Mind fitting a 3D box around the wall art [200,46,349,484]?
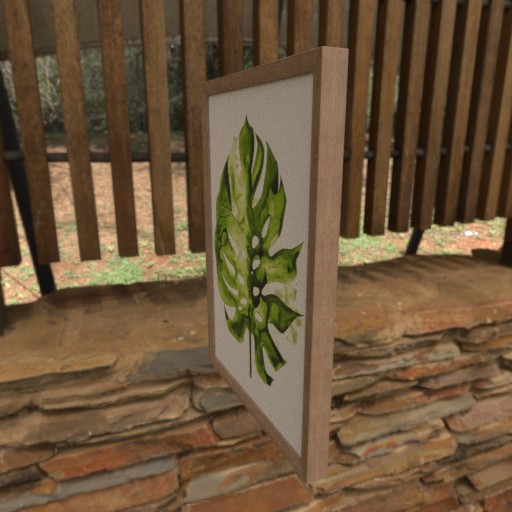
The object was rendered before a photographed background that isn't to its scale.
[{"bbox_3d":[0.000,0.000,0.653,0.031,0.509,0.356,-7,17,-25],"label":"wall art"}]
